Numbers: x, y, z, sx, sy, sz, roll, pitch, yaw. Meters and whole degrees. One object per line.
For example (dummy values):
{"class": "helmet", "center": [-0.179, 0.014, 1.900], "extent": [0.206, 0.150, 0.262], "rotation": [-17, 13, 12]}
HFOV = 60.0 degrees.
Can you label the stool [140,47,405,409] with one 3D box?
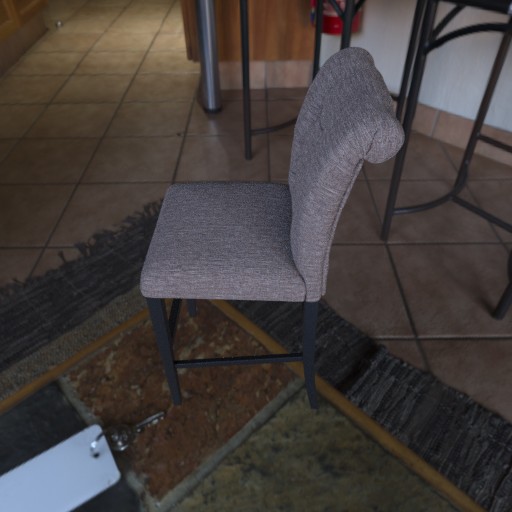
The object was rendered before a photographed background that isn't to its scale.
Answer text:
{"class": "stool", "center": [0.000, 0.000, 1.388], "extent": [0.613, 1.131, 0.452], "rotation": [1, 44, 1]}
